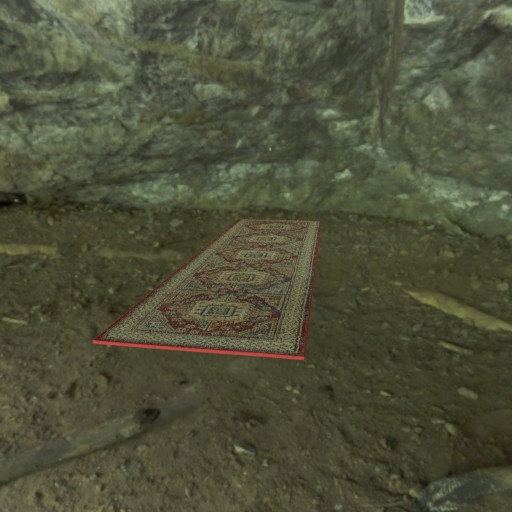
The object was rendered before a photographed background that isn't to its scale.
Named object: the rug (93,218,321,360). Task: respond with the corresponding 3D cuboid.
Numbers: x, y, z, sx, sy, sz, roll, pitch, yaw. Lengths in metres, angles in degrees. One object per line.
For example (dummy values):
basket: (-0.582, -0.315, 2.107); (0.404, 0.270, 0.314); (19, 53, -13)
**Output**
rug: (0.000, 0.000, 2.421); (0.659, 0.015, 2.292); (2, 15, 9)
